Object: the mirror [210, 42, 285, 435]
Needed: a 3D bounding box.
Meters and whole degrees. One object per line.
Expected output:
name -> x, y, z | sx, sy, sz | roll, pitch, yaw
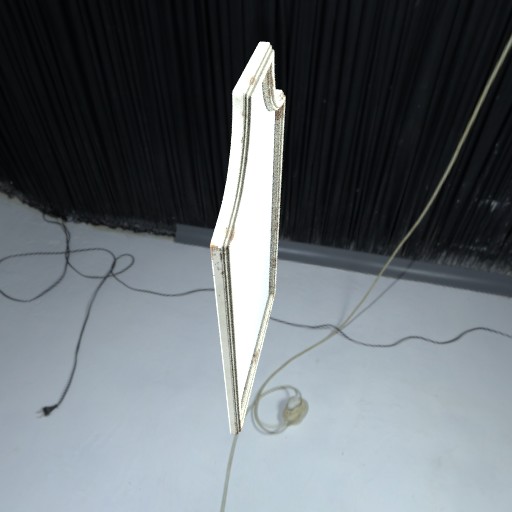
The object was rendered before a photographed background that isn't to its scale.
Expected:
mirror -> 0.000, 0.000, 0.831 | 0.022, 0.717, 0.403 | 9, 48, 9
